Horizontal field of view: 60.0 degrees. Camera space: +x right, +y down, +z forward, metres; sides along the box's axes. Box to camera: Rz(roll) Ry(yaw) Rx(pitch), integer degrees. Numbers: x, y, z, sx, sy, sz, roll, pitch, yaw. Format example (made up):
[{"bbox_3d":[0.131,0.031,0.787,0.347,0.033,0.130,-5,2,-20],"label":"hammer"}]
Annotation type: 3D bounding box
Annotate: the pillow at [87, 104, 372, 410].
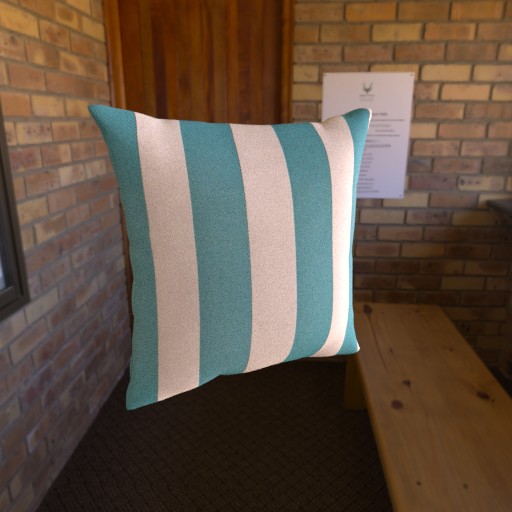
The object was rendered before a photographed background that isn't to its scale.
[{"bbox_3d":[0.000,0.000,0.819,0.536,0.526,0.189,-9,19,-27],"label":"pillow"}]
